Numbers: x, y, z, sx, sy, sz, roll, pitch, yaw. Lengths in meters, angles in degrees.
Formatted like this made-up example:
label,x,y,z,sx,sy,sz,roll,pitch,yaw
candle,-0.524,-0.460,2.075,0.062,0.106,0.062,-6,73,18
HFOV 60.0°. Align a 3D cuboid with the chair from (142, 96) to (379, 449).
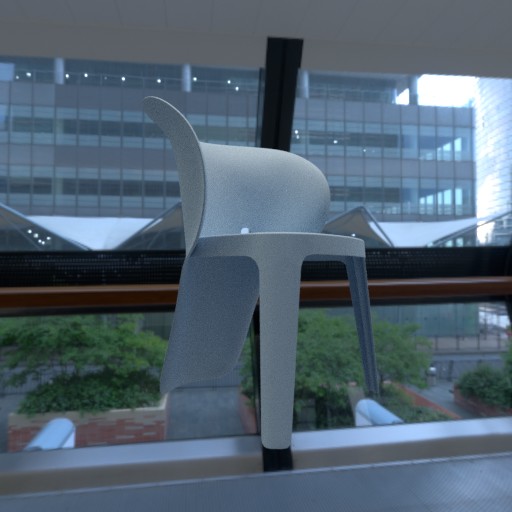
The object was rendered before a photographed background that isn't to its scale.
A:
label,x,y,z,sx,sy,sz,roll,pitch,yaw
chair,0.000,0.000,0.870,0.402,0.554,0.451,-2,-3,36
